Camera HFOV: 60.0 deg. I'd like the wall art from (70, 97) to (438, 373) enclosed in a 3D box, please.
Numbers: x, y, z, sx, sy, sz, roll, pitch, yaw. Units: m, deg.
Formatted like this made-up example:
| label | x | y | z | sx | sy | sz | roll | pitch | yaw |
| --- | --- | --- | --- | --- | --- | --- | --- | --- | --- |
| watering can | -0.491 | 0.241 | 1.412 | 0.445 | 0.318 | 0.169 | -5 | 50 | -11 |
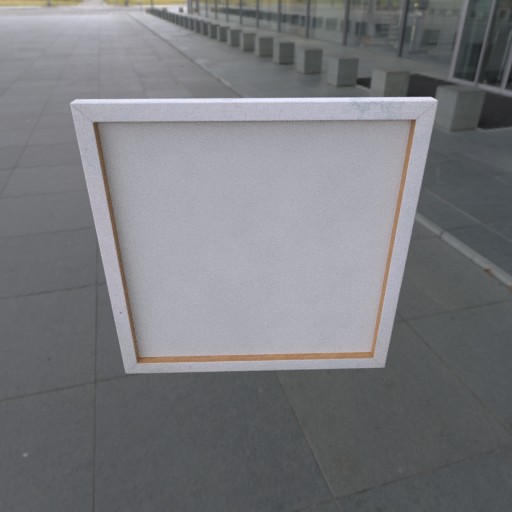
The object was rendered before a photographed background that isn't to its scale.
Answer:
| label | x | y | z | sx | sy | sz | roll | pitch | yaw |
| --- | --- | --- | --- | --- | --- | --- | --- | --- | --- |
| wall art | 0.000 | 0.000 | 1.125 | 0.762 | 0.762 | 0.038 | -1 | 31 | -2 |
